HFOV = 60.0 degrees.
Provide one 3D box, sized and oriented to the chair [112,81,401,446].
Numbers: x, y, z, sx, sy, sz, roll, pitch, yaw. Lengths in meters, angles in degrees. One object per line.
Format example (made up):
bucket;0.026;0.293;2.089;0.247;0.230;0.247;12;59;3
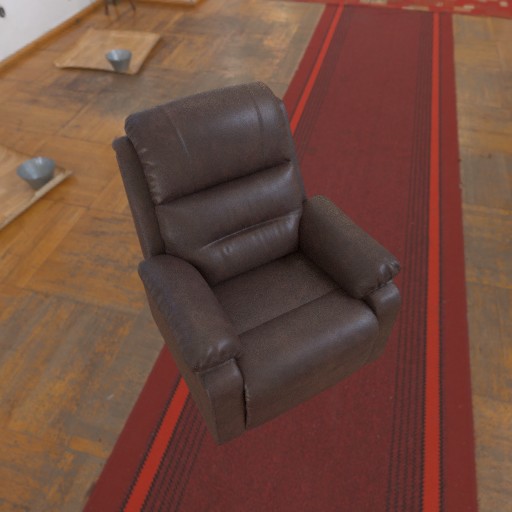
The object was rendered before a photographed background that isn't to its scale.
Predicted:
chair;0.000;0.000;1.705;0.855;0.992;0.919;-22;50;-20
